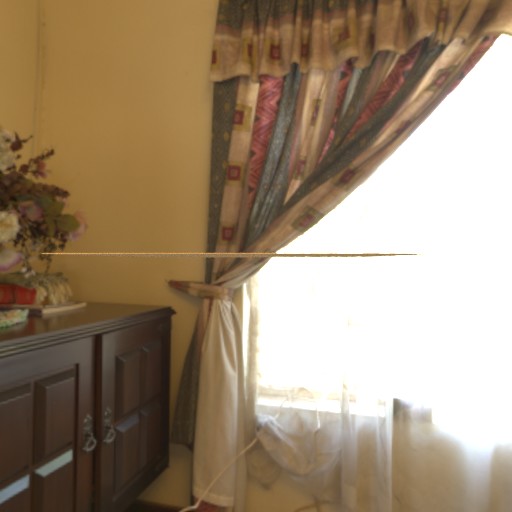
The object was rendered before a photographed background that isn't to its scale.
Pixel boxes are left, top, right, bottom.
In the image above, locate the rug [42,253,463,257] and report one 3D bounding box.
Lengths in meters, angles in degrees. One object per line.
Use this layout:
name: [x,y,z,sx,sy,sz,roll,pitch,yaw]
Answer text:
rug: [0.000,0.000,4.103,2.454,0.005,3.067,0,-1,1]
